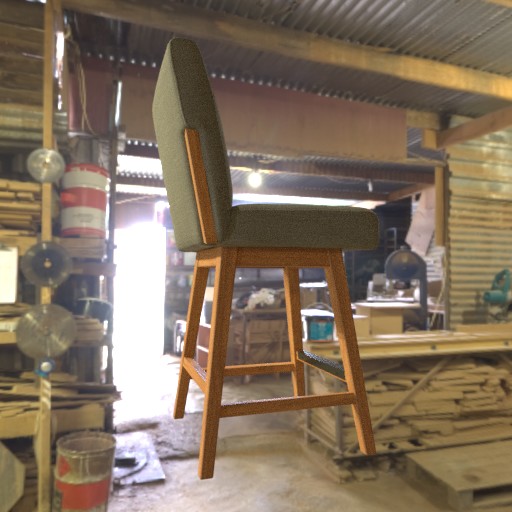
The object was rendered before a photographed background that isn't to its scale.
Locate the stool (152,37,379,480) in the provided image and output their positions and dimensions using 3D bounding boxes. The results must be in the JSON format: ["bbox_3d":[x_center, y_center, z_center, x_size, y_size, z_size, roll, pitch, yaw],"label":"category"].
[{"bbox_3d":[0.000,0.000,1.284,0.570,1.019,0.459,1,-2,-18],"label":"stool"}]
